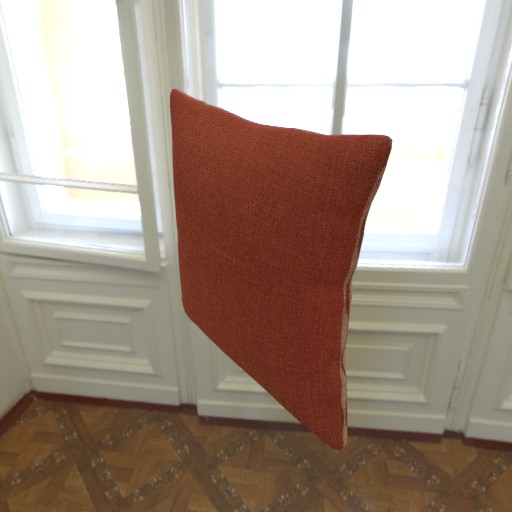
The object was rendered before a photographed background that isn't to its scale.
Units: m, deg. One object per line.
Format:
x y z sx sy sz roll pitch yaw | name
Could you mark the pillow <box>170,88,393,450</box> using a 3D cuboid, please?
0.000 0.000 0.661 0.159 0.434 0.429 -20 33 -33 | pillow
